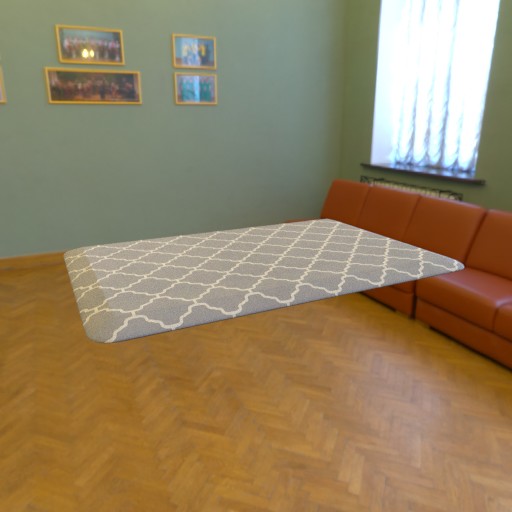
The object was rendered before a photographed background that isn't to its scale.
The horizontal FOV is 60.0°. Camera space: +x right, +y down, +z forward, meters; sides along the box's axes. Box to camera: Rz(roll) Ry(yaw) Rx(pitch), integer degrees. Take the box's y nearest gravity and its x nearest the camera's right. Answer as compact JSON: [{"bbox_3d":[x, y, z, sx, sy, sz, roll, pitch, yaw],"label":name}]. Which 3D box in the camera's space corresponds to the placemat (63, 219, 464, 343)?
[{"bbox_3d":[0.000,0.000,0.982,0.762,0.021,0.508,-8,19,-25],"label":"placemat"}]
